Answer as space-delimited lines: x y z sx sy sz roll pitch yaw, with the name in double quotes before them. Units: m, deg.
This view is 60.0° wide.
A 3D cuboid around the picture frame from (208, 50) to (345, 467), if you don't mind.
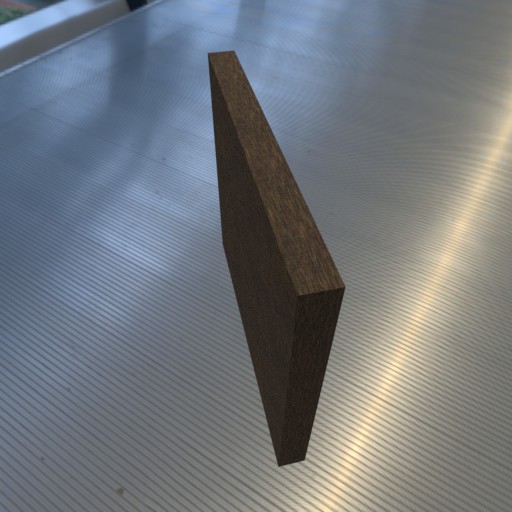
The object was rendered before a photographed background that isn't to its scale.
"picture frame" 0.000 0.000 0.532 0.033 0.330 0.378 -10 48 -9
